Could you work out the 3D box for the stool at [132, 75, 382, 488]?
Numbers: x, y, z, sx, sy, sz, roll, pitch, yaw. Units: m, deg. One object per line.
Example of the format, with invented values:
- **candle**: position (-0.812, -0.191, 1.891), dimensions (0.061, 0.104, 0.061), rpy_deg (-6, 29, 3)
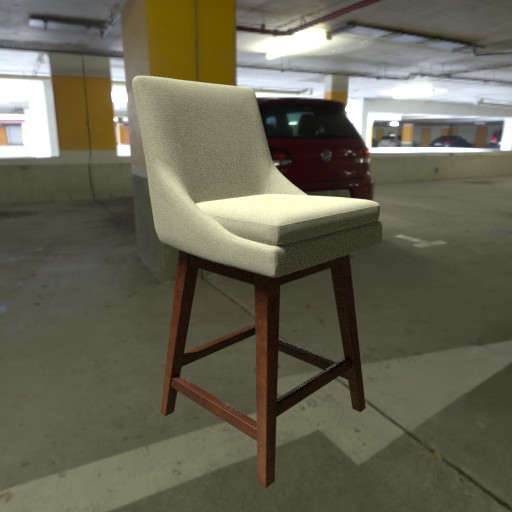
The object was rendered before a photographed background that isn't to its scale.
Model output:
- **stool**: position (0.000, 0.000, 1.288), dimensions (0.559, 0.991, 0.469), rpy_deg (14, 20, 42)
